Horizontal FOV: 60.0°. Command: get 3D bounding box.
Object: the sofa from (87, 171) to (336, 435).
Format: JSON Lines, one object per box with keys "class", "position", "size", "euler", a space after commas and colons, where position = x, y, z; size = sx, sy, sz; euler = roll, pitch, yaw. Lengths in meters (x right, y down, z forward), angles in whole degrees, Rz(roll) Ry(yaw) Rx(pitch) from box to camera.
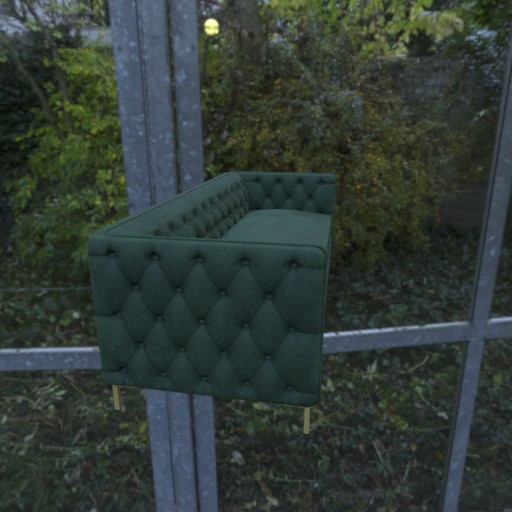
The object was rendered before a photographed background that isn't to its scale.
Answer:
{"class": "sofa", "position": [0.000, 0.000, 2.668], "size": [0.895, 0.771, 2.209], "euler": [3, 17, 10]}
